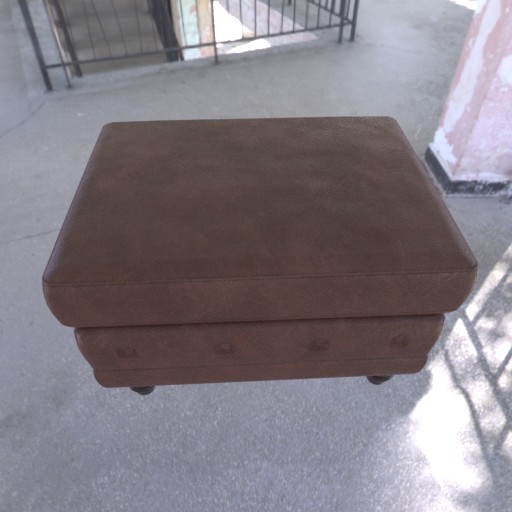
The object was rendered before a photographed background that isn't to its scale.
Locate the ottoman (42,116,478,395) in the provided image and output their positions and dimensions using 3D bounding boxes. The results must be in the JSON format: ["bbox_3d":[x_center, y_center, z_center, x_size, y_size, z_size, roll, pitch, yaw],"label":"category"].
[{"bbox_3d":[0.000,0.000,1.136,0.795,0.509,0.588,-2,44,-2],"label":"ottoman"}]
